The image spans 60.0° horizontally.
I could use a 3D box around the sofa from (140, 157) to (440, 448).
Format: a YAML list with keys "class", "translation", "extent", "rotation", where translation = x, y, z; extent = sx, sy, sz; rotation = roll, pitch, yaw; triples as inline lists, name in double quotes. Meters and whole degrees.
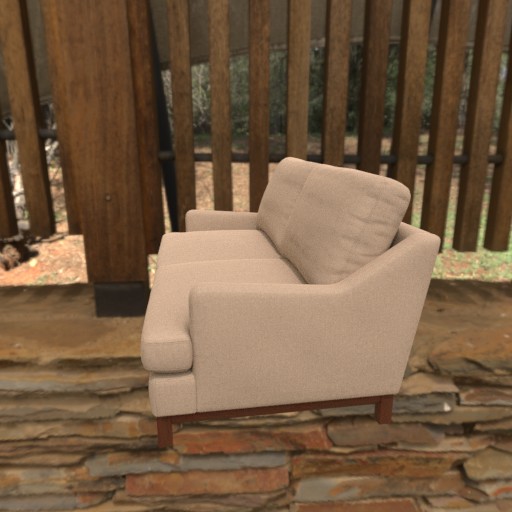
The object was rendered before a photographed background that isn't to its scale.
- class: "sofa"
  translation: [0.000, 0.000, 2.209]
  extent: [1.004, 0.910, 1.619]
  rotation: [-2, 15, -9]
